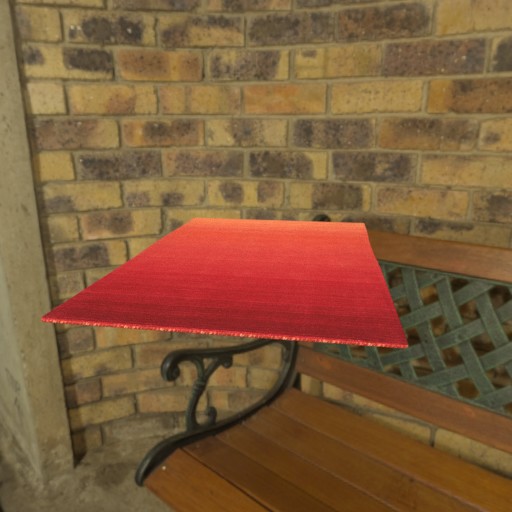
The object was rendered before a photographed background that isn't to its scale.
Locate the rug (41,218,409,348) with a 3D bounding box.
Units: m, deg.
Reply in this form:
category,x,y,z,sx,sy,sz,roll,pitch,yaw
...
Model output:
category,x,y,z,sx,sy,sz,roll,pitch,yaw
rug,0.000,0.000,2.295,1.230,0.018,1.835,3,16,9
